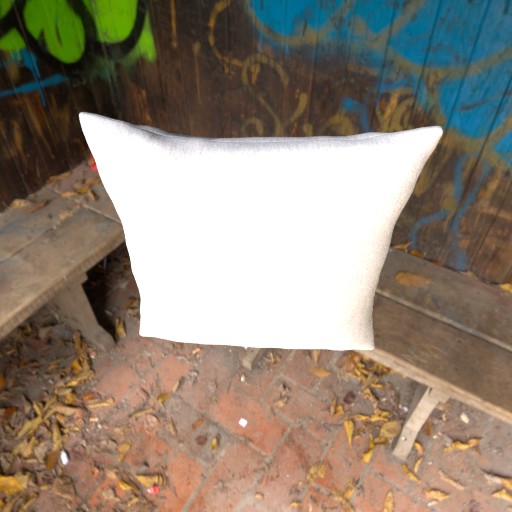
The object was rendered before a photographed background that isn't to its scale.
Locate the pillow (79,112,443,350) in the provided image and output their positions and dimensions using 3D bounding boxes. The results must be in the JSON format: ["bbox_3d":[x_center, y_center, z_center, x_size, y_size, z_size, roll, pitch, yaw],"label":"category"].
[{"bbox_3d":[0.000,0.000,0.671,0.433,0.436,0.173,3,45,3],"label":"pillow"}]
